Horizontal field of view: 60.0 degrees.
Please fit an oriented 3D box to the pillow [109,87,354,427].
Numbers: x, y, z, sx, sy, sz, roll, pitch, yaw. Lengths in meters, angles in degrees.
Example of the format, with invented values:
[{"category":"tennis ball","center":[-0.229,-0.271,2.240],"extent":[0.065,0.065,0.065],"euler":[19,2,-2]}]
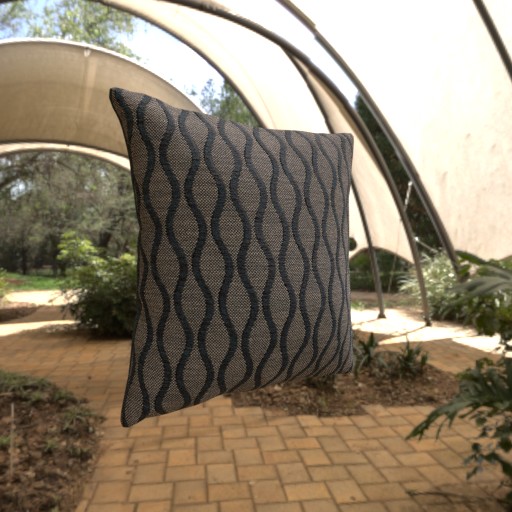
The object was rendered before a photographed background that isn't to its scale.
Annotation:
[{"category":"pillow","center":[0.000,0.000,0.674],"extent":[0.435,0.435,0.159],"euler":[-1,2,-36]}]
